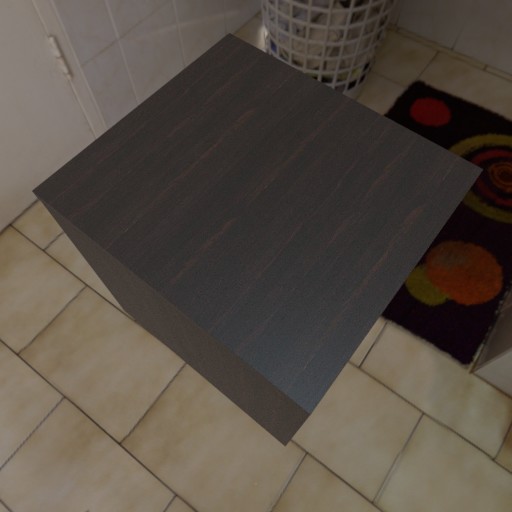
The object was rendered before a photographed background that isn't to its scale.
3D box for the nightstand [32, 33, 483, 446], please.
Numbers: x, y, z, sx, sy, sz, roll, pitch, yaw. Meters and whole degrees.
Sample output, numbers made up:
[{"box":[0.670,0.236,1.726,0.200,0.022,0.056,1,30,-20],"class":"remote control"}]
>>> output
[{"box":[0.000,0.000,0.793,0.461,0.460,0.400,35,68,17],"class":"nightstand"}]
